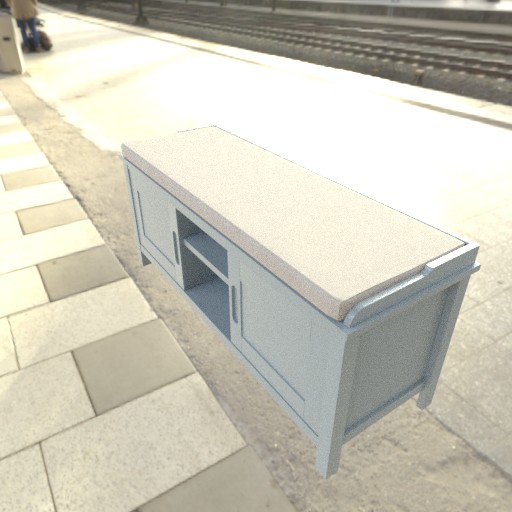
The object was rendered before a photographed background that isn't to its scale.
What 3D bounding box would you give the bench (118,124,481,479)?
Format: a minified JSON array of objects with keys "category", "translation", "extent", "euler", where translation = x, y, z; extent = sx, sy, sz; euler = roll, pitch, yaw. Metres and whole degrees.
[{"category":"bench","translation":[0.000,0.000,1.367],"extent":[0.398,0.501,1.140],"euler":[-20,37,-29]}]
